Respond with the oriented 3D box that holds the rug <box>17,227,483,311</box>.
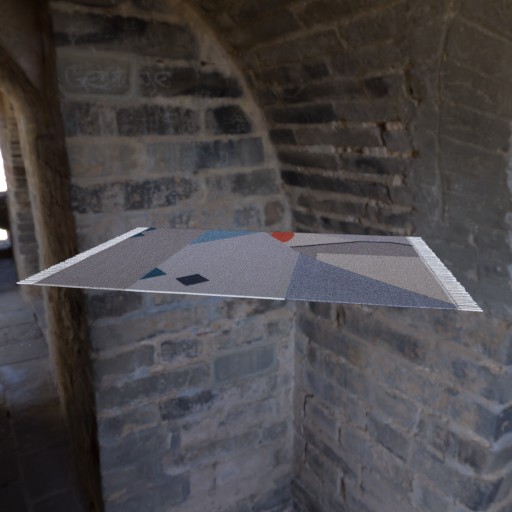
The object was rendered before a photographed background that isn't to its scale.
[{"bbox_3d":[0.000,0.000,2.275,1.828,0.005,1.220,3,15,9],"label":"rug"}]
